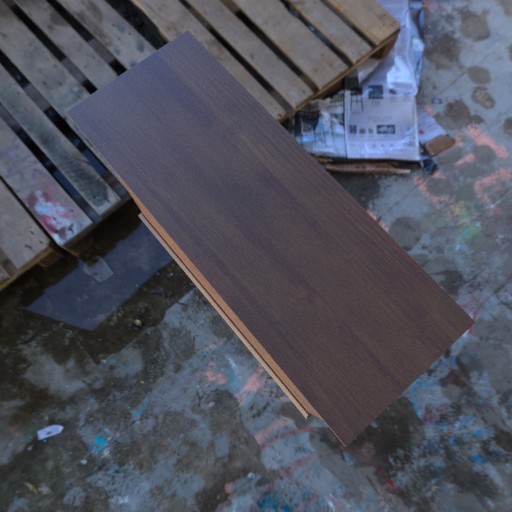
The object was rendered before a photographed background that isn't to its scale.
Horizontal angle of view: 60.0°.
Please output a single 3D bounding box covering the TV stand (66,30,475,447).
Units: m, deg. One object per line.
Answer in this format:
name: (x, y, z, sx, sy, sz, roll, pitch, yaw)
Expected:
TV stand: (0.000, 0.000, 1.475, 0.406, 0.813, 1.067, -39, 77, -10)
